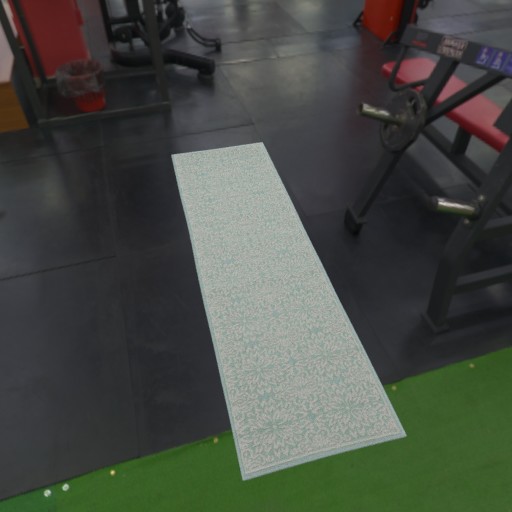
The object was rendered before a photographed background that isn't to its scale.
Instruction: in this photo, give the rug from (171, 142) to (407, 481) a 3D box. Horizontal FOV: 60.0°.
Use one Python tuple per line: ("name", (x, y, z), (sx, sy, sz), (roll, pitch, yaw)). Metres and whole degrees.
("rug", (0.000, 0.000, 2.419), (0.662, 0.011, 2.196), (-10, 47, -10))
